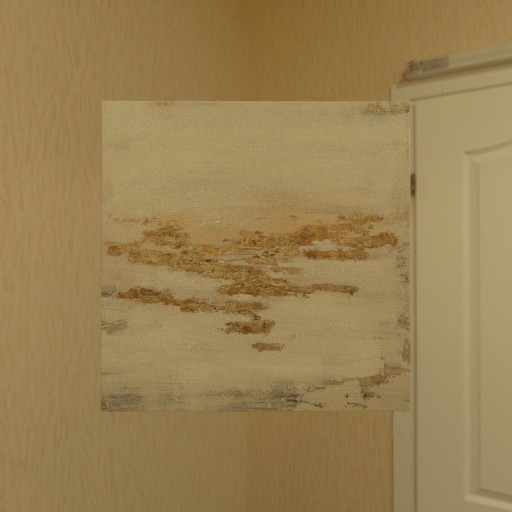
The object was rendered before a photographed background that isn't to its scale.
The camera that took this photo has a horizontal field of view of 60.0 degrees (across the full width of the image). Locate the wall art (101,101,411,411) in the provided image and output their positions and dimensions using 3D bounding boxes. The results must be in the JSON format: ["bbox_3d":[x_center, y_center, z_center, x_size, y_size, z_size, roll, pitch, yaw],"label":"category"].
[{"bbox_3d":[0.000,0.000,1.098,0.753,0.755,0.038,0,0,0],"label":"wall art"}]
